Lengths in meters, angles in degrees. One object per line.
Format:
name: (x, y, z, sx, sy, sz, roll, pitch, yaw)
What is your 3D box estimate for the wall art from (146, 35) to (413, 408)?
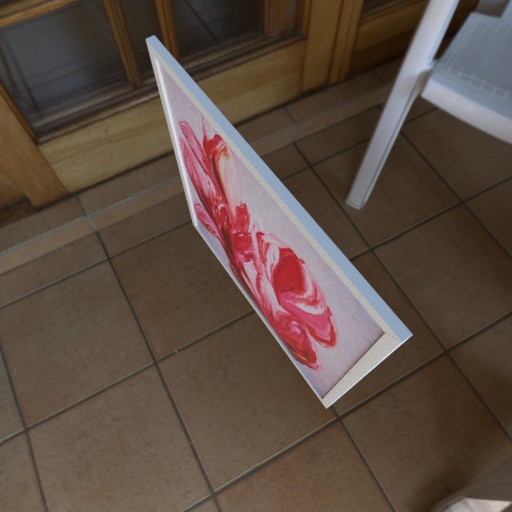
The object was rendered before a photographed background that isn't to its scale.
wall art: (0.000, 0.000, 1.174, 0.022, 0.803, 0.805, -32, 68, -14)
